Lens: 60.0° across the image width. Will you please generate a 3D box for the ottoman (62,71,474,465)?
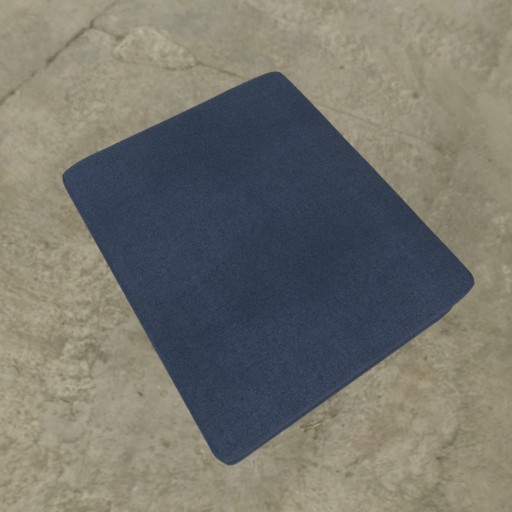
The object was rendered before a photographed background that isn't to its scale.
[{"bbox_3d":[0.000,0.000,1.221,0.693,0.474,0.821,-30,68,-14],"label":"ottoman"}]
